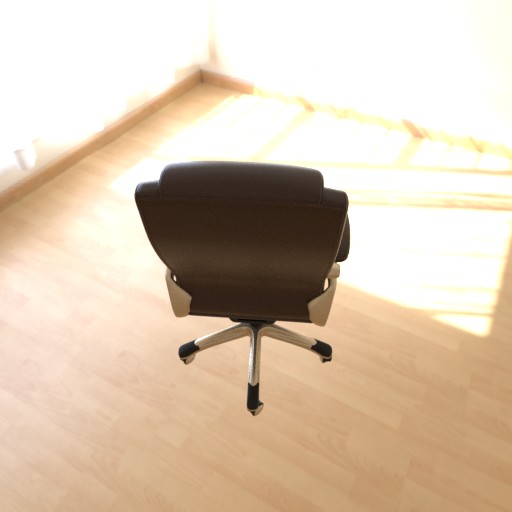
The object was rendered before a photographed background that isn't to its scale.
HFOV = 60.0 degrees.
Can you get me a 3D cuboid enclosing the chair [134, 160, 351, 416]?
[{"bbox_3d":[0.000,0.000,1.645,0.692,1.194,0.749,3,45,3],"label":"chair"}]
